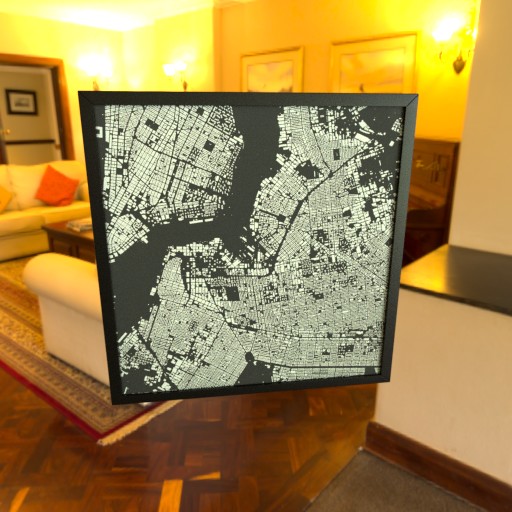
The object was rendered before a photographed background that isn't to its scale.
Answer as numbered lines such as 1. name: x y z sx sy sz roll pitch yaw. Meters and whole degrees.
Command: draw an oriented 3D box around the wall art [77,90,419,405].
1. wall art: 0.000 0.000 1.098 0.755 0.761 0.038 -2 17 -8
